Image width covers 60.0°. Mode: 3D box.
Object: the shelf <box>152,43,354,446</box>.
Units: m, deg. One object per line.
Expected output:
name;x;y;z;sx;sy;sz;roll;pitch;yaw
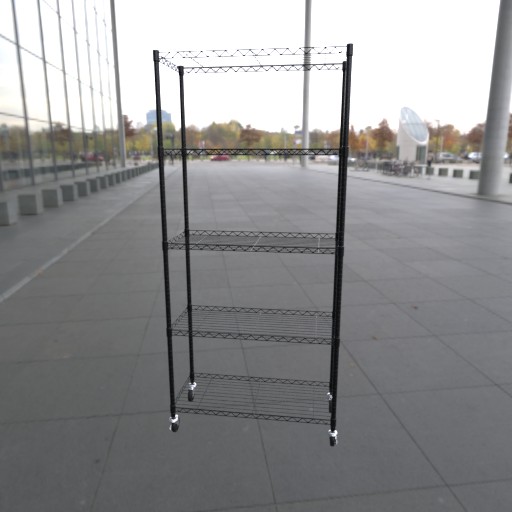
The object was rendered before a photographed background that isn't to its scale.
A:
shelf;0.000;0.000;1.963;0.762;1.645;0.356;2;13;8
